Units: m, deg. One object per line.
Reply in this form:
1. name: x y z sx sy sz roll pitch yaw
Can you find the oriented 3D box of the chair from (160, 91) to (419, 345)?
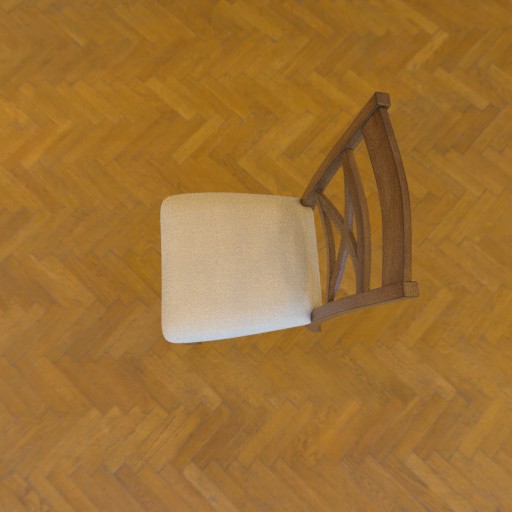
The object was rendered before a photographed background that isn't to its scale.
1. chair: 0.000 0.000 1.282 0.581 0.949 0.461 -3 76 -1
